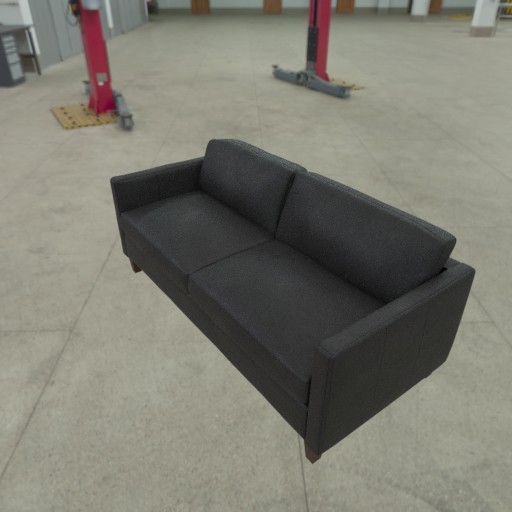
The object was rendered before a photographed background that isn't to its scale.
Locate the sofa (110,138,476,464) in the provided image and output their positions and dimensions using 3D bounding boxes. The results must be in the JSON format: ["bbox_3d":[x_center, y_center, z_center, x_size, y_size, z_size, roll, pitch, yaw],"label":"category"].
[{"bbox_3d":[0.000,0.000,2.454,0.933,0.863,1.971,-22,38,-31],"label":"sofa"}]
